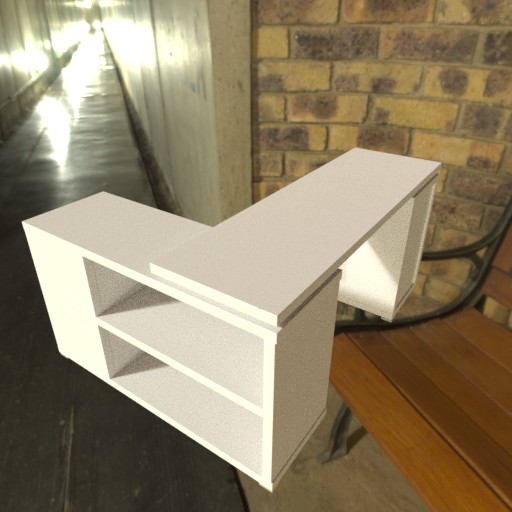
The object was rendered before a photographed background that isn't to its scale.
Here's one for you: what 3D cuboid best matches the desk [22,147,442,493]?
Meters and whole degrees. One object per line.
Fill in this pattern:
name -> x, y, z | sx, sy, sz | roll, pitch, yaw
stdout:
desk -> 0.000, 0.000, 2.156 | 1.200, 0.753, 1.524 | 19, 35, 30
